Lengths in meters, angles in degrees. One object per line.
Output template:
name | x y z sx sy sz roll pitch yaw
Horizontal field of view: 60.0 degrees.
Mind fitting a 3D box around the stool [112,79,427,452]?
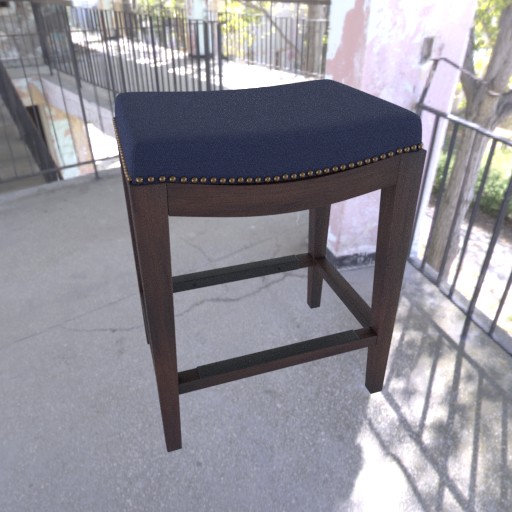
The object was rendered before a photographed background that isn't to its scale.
stool | 0.000 0.000 0.946 0.500 0.642 0.361 -10 33 -16
